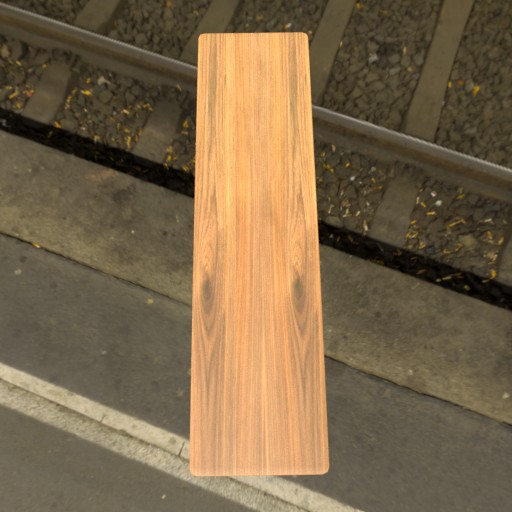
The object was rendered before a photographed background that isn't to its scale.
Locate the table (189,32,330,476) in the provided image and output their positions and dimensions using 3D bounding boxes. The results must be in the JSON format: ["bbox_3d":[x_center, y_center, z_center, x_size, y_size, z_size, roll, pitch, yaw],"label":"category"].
[{"bbox_3d":[0.000,0.000,1.924,0.425,0.834,1.570,-1,76,0],"label":"table"}]
